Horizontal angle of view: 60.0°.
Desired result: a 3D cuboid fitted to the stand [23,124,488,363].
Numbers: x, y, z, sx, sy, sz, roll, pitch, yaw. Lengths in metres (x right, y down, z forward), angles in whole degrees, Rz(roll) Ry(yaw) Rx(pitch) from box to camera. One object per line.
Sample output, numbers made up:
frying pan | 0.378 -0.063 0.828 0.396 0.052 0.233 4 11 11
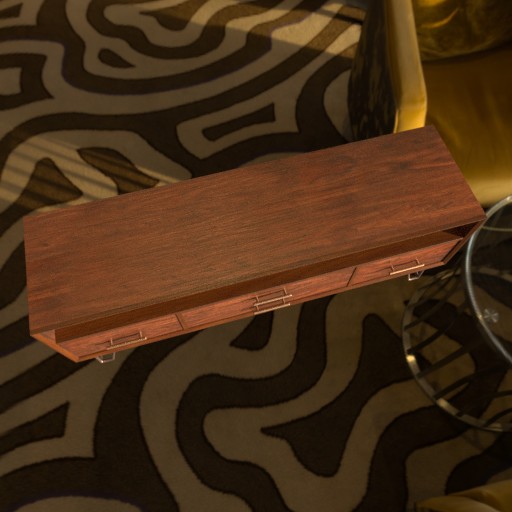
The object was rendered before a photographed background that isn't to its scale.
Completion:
stand | 0.000 0.000 1.882 1.626 0.610 0.481 -14 65 -7
